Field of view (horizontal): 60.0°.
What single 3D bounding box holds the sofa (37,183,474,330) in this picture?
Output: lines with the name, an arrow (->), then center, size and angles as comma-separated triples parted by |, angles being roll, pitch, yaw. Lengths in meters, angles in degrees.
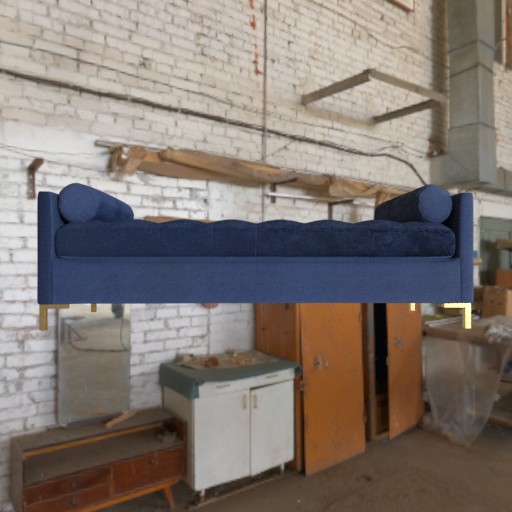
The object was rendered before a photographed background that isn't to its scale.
sofa -> 0.000, 0.000, 2.480 | 2.102, 0.705, 0.796 | 0, 0, -1
